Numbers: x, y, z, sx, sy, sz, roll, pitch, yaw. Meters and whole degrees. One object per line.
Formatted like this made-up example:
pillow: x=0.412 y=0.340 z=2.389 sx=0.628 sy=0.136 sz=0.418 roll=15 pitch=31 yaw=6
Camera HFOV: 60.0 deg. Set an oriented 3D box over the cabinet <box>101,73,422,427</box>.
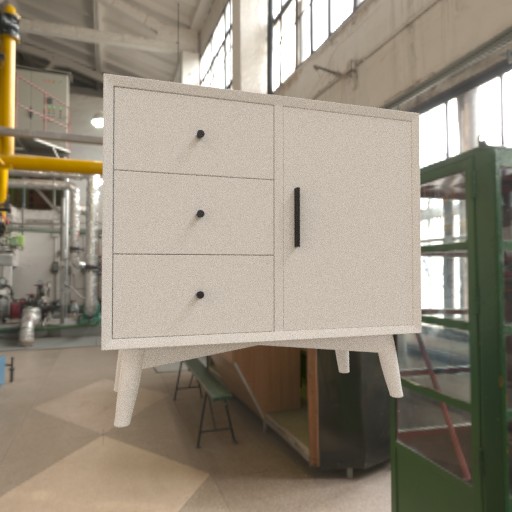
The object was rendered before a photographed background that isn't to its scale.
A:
cabinet: x=0.000 y=0.000 z=1.232 sx=0.800 sy=0.761 sz=0.398 roll=0 pitch=-1 yaw=-18
